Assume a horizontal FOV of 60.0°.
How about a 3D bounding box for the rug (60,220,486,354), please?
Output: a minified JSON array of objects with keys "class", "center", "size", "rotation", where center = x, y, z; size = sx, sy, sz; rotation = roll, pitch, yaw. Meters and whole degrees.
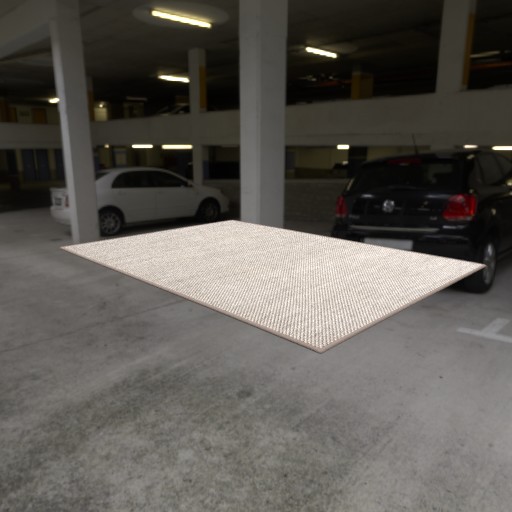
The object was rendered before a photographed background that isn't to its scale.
[{"class":"rug","center":[0.000,0.000,2.670],"size":[1.517,0.013,2.115],"rotation":[-14,20,-43]}]
